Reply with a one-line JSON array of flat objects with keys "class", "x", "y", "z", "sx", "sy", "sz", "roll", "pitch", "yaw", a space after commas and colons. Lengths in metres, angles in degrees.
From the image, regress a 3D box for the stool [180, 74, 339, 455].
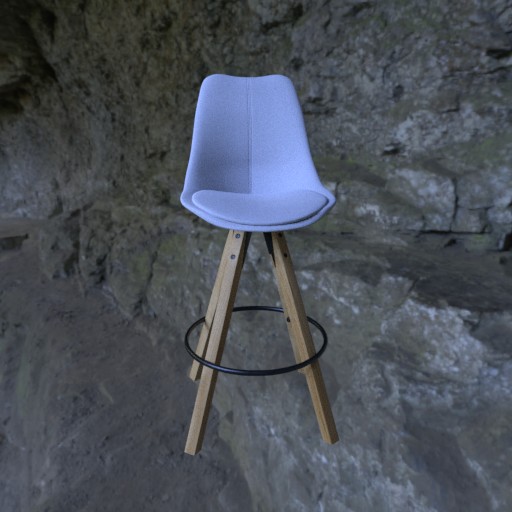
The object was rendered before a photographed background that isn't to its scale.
[{"class": "stool", "x": 0.000, "y": 0.000, "z": 1.411, "sx": 0.484, "sy": 1.115, "sz": 0.550, "roll": -2, "pitch": 18, "yaw": -6}]
